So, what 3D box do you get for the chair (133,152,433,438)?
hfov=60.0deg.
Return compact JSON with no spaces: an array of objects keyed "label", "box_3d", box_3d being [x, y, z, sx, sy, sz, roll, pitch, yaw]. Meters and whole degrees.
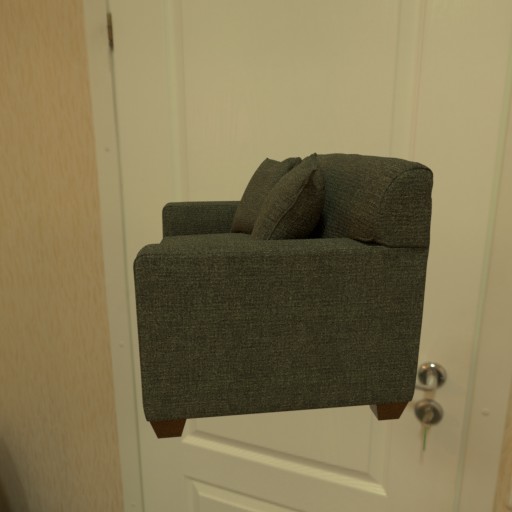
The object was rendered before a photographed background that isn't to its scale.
[{"label":"chair","box_3d":[0.000,0.000,2.082,1.000,0.948,1.383,-2,14,-7]}]
